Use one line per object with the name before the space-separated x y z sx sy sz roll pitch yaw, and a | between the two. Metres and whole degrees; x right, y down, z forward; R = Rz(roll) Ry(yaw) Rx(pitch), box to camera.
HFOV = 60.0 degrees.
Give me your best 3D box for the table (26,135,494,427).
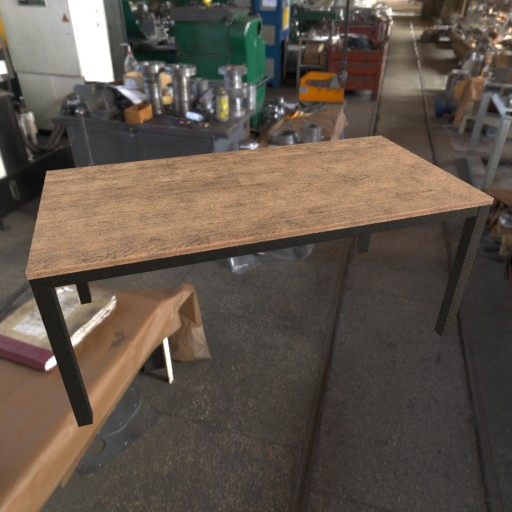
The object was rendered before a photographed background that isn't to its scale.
table | 0.000 0.000 2.188 1.805 0.767 0.893 -10 34 -15
